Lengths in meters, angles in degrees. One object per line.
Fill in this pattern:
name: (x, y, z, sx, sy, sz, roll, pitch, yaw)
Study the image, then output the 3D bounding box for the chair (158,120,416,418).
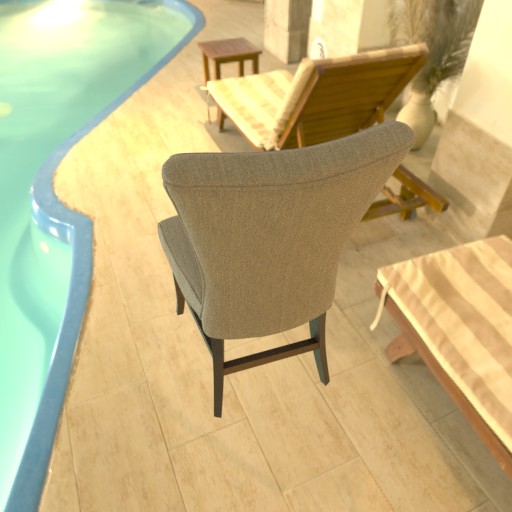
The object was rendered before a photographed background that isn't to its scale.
chair: (0.000, 0.000, 1.339, 0.520, 0.991, 0.660, -12, 43, -14)
